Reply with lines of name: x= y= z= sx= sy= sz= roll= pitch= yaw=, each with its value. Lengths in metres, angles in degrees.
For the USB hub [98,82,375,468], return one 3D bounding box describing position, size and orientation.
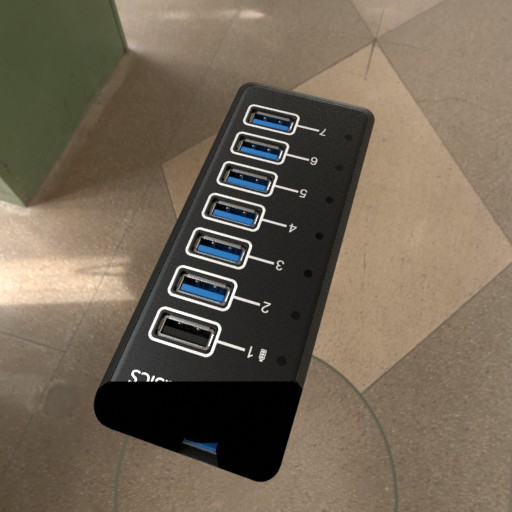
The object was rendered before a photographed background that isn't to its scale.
USB hub: x=0.000 y=0.000 z=0.127 sx=0.044 sy=0.023 sz=0.110 roll=16 pitch=64 yaw=8
